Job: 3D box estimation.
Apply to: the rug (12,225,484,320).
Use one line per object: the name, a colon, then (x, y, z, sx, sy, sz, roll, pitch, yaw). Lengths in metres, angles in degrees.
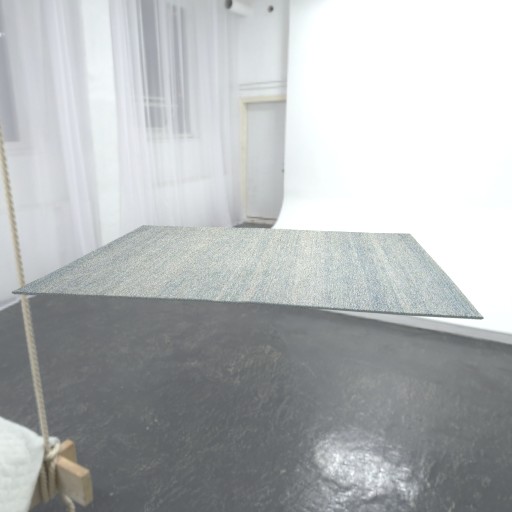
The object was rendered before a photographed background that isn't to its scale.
rug: (0.000, 0.000, 4.137, 3.237, 0.046, 2.461, 2, 15, 8)
